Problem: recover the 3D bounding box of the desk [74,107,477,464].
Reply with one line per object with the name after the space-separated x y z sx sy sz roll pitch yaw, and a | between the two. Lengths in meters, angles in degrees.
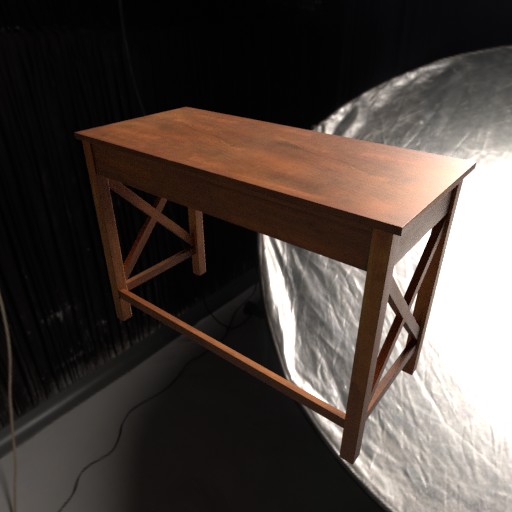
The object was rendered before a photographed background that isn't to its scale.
0.000 0.000 1.513 1.117 0.762 0.508 22 37 32 | desk
